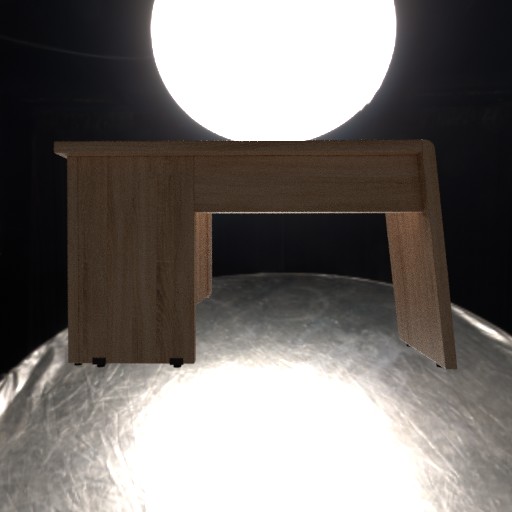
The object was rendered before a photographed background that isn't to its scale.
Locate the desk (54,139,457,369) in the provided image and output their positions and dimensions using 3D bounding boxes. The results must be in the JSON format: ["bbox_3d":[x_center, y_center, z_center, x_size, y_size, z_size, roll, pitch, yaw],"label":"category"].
[{"bbox_3d":[0.000,0.000,1.676,1.300,0.750,0.500,0,1,1],"label":"desk"}]
